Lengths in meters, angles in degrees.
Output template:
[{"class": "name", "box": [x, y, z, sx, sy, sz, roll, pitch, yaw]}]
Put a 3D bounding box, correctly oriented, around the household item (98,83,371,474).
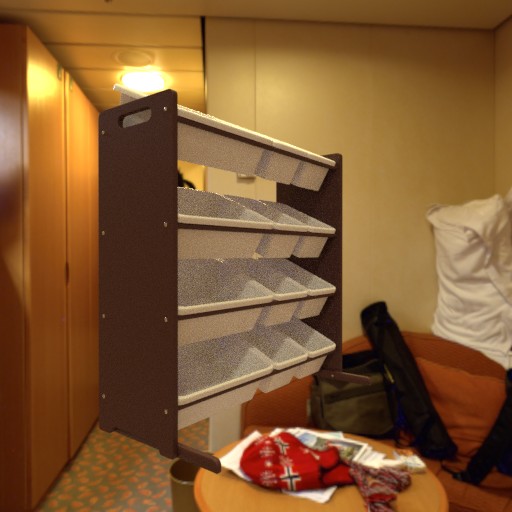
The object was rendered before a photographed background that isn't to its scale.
[{"class": "household item", "box": [0.000, 0.000, 1.297, 0.389, 0.864, 0.787, 0, 0, 38]}]
